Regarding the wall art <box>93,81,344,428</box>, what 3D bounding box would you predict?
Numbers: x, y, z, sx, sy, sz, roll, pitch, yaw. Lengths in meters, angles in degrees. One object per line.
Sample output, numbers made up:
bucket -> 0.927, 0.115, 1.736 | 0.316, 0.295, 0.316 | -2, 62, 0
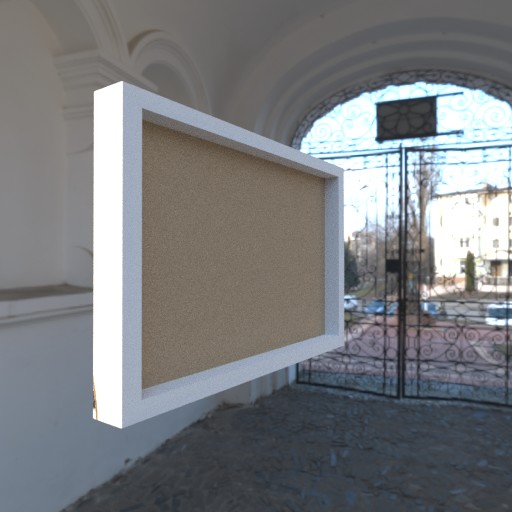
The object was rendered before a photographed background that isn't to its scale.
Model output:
wall art -> 0.000, 0.000, 0.490 | 0.039, 0.254, 0.384 | 0, -1, 36
